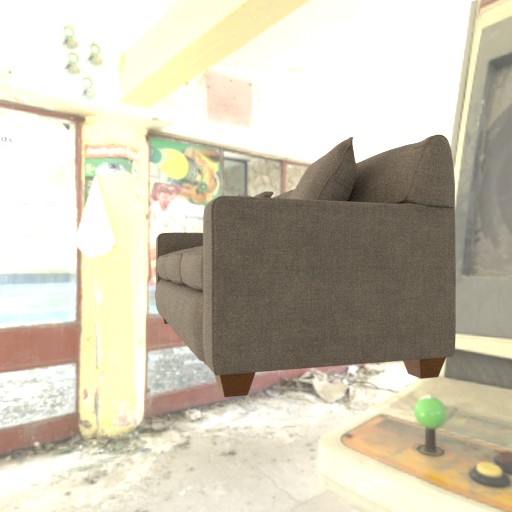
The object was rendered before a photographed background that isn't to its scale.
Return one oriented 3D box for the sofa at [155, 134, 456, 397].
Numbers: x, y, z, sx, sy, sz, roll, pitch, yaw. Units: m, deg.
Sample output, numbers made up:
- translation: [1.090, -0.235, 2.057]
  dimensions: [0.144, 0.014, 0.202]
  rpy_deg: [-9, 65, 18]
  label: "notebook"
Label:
- translation: [0.000, 0.000, 2.487]
  dimensions: [0.997, 0.958, 2.024]
  rpy_deg: [0, -1, -18]
  label: "sofa"
